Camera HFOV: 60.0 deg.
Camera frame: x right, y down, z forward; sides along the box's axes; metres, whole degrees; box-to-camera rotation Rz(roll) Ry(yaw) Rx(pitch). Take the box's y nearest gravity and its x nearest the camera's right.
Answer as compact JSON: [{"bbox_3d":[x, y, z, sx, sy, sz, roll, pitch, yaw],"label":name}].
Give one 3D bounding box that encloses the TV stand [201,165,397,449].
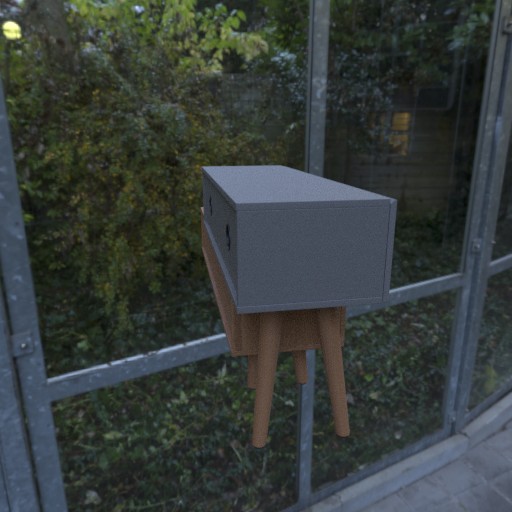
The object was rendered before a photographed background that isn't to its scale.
[{"bbox_3d":[0.000,0.000,1.570,0.329,0.591,1.336,-3,16,-10],"label":"TV stand"}]
